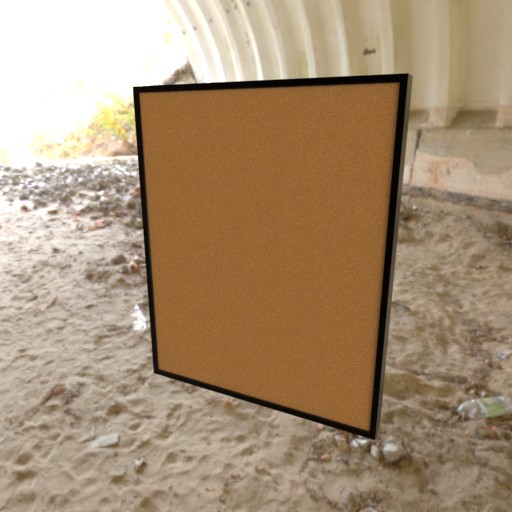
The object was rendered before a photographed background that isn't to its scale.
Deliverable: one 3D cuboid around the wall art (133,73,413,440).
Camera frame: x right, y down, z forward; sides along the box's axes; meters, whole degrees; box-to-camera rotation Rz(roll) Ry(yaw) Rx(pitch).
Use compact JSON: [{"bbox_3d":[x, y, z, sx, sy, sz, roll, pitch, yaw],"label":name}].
[{"bbox_3d":[0.000,0.000,0.753,0.451,0.553,0.039,8,18,25],"label":"wall art"}]
